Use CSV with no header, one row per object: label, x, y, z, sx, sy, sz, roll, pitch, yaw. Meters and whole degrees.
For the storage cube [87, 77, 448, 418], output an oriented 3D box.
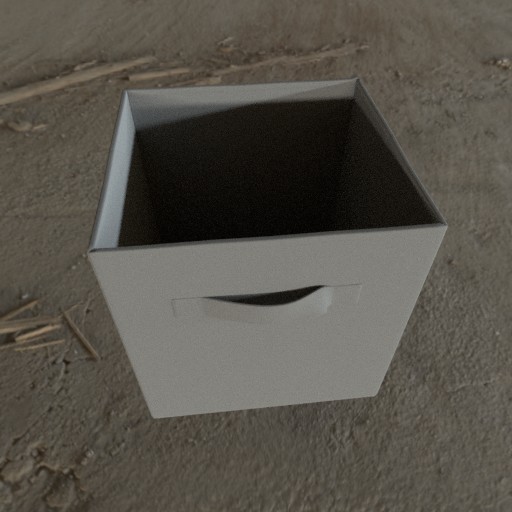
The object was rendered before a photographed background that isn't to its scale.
storage cube,0.000,0.000,0.502,0.270,0.280,0.270,-4,46,-4
